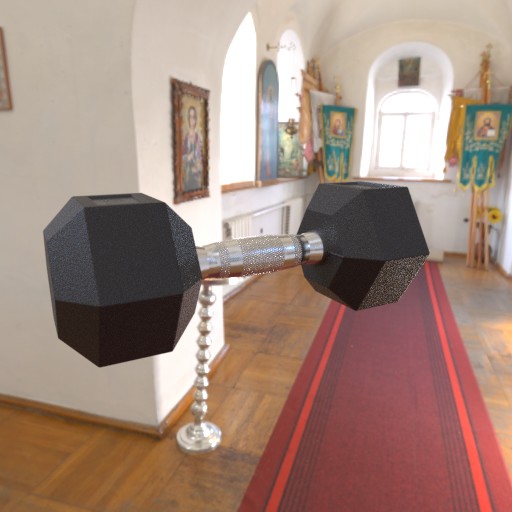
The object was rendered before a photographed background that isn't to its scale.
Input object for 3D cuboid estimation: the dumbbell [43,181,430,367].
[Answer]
[{"bbox_3d":[0.000,0.000,0.420,0.356,0.123,0.141,-8,16,-27],"label":"dumbbell"}]
